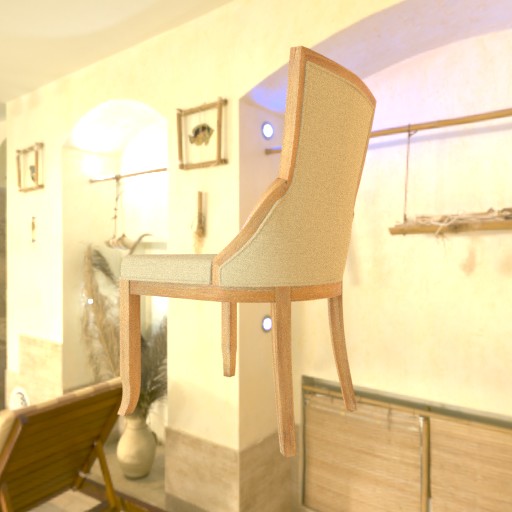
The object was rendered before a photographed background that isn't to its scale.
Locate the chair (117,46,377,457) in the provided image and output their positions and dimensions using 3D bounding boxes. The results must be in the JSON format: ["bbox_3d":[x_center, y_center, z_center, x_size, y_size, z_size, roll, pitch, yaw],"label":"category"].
[{"bbox_3d":[0.000,0.000,1.337,0.641,0.947,0.524,1,1,36],"label":"chair"}]
